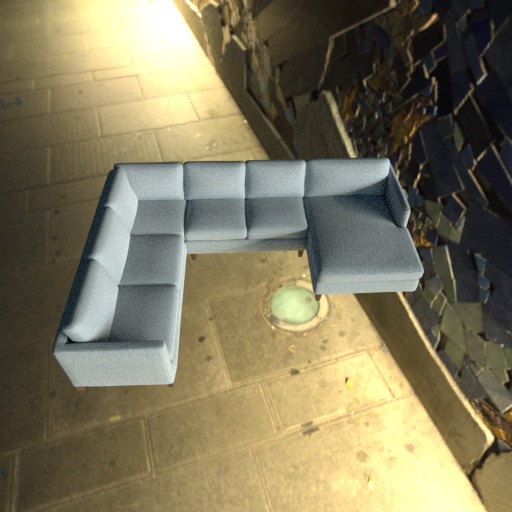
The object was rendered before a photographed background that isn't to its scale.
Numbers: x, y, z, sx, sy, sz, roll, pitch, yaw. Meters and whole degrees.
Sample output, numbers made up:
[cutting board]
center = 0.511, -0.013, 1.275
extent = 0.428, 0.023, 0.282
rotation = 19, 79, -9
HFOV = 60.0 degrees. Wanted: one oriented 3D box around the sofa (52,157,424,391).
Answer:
[sofa]
center = 0.000, 0.000, 4.616
extent = 3.403, 0.889, 2.551
rotation = -2, 46, -2
